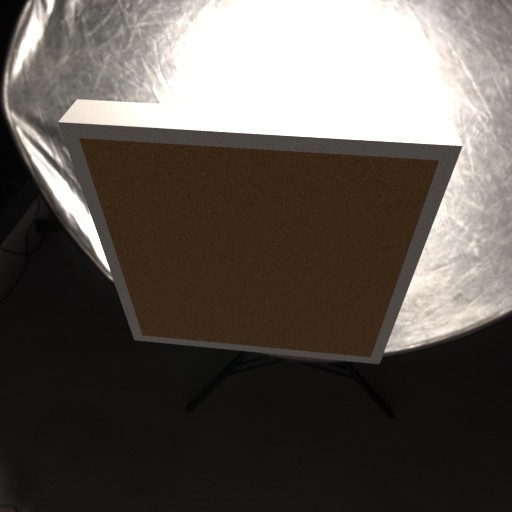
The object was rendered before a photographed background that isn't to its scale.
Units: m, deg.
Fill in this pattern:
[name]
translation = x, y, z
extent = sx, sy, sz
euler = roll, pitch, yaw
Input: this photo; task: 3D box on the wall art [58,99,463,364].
[wall art]
translation = 0.000, 0.000, 0.453
extent = 0.305, 0.302, 0.038
euler = 5, 46, 4
